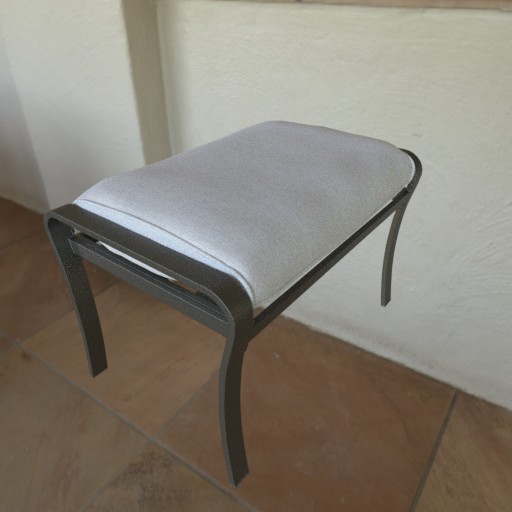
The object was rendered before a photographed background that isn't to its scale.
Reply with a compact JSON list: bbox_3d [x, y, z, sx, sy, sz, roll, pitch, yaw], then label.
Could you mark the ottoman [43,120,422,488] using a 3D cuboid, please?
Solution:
[{"bbox_3d":[0.000,0.000,0.895,0.406,0.422,0.610,22,39,31],"label":"ottoman"}]
